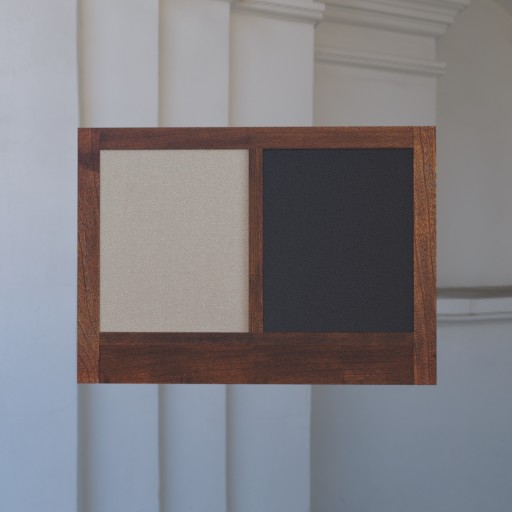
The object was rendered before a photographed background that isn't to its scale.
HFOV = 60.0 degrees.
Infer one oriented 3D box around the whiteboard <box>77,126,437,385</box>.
[{"bbox_3d":[0.000,0.000,0.990,0.768,0.553,0.083,0,0,1],"label":"whiteboard"}]
